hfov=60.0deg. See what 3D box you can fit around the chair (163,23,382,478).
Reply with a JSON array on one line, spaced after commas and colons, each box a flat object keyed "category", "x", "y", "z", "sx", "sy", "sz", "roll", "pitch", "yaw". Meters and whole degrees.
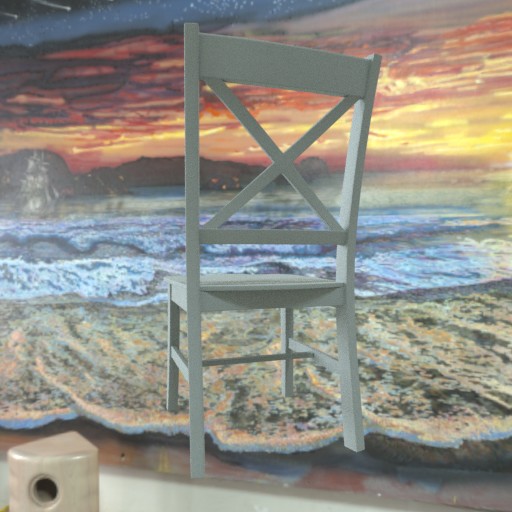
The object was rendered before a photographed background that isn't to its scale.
[{"category": "chair", "x": 0.000, "y": 0.000, "z": 1.244, "sx": 0.485, "sy": 0.983, "sz": 0.542, "roll": 0, "pitch": 1, "yaw": -19}]
